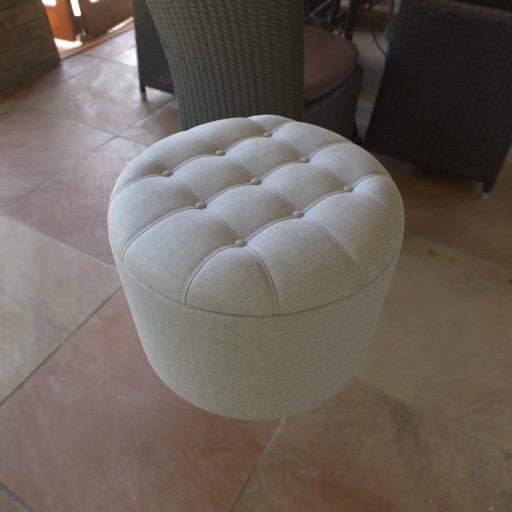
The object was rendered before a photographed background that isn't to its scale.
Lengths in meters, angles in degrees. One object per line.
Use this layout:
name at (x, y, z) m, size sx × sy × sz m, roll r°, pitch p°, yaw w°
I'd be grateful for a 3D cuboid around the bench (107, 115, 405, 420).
bench at (0.000, 0.000, 1.023) m, size 0.600 × 0.453 × 0.600 m, roll 0°, pitch 45°, yaw 0°
